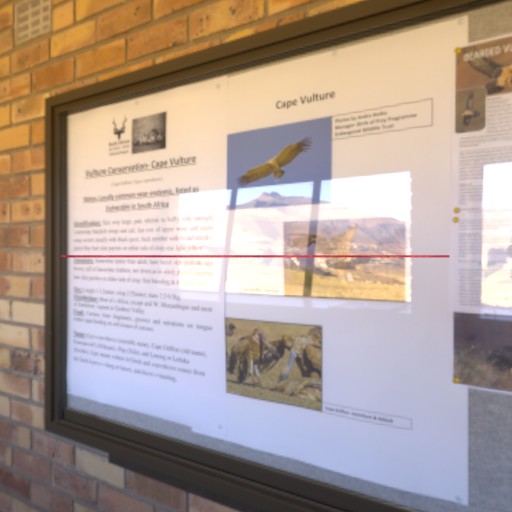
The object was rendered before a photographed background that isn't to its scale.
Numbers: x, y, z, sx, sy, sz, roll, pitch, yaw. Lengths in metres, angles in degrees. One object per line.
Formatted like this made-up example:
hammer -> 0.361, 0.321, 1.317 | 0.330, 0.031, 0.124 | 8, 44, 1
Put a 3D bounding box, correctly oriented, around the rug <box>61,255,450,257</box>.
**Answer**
rug -> 0.000, 0.000, 2.295 | 1.223, 0.008, 1.817 | 0, 0, 0
